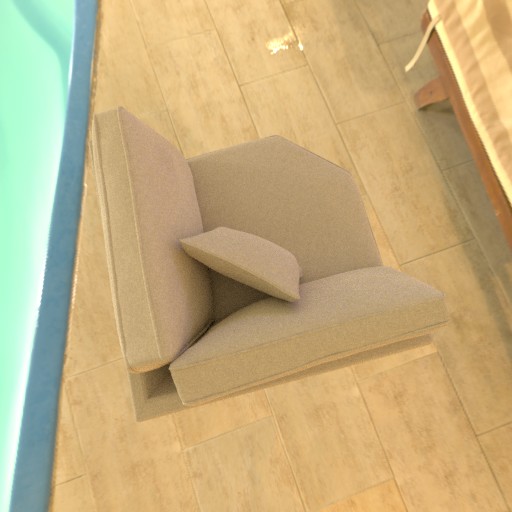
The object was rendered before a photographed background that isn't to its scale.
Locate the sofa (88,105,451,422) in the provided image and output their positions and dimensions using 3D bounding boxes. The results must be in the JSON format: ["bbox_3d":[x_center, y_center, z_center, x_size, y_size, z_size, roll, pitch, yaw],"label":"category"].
[{"bbox_3d":[0.000,0.000,1.844,1.050,0.937,1.042,-13,75,-4],"label":"sofa"}]
